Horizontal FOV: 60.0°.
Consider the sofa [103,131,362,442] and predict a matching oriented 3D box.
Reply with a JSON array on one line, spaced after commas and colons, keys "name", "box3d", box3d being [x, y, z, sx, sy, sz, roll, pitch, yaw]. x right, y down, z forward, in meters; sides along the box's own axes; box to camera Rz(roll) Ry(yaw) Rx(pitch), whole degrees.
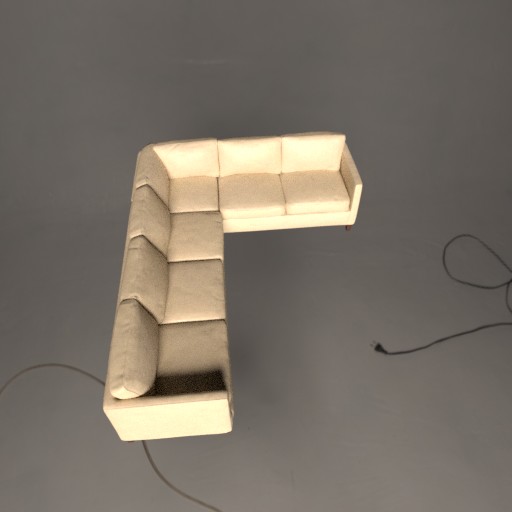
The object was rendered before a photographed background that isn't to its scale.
[{"name": "sofa", "box3d": [0.000, 0.000, 4.526, 2.593, 0.947, 3.302, -4, 47, -4]}]
